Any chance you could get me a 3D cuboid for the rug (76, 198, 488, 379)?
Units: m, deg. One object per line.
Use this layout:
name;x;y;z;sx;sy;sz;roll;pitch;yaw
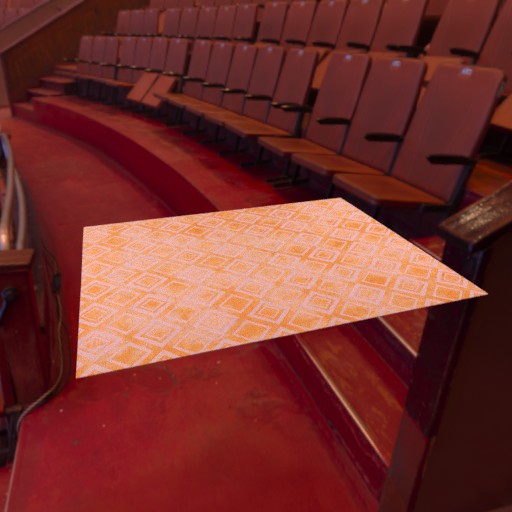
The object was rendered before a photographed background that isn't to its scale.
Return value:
rug;0.000;0.000;4.073;3.037;0.011;2.433;-8;28;-16
